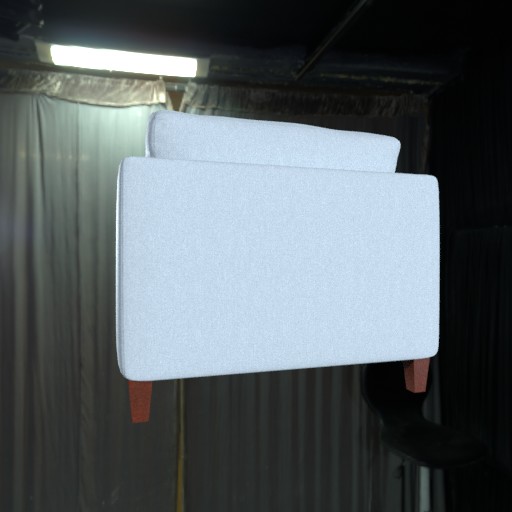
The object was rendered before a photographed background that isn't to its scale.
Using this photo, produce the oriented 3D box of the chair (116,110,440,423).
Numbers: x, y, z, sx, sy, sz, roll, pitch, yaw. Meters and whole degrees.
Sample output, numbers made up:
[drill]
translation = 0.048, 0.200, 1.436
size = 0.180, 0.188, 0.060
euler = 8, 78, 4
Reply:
[chair]
translation = 0.000, 0.000, 1.839
size = 1.107, 0.961, 0.953
euler = 0, 0, -17
